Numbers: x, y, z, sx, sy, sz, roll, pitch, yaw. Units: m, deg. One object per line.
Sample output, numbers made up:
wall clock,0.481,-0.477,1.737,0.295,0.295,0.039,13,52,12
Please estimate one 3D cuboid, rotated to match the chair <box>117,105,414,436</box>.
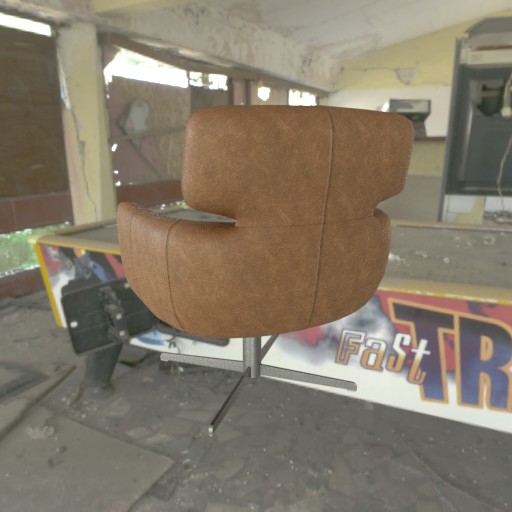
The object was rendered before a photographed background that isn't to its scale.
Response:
chair,0.000,0.000,1.329,0.706,0.812,0.715,-7,16,-26
